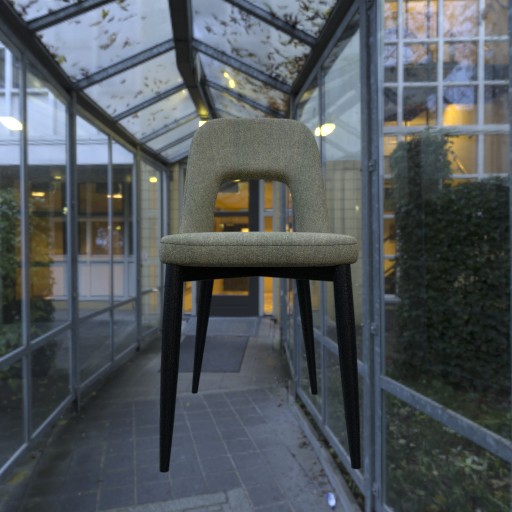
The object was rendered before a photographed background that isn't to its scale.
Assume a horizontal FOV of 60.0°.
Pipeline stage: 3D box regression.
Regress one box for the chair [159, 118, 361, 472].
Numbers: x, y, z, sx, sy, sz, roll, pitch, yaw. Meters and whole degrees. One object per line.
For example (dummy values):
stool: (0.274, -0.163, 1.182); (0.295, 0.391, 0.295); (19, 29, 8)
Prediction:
chair: (0.000, 0.000, 1.246); (0.470, 0.931, 0.612); (0, 1, -2)
